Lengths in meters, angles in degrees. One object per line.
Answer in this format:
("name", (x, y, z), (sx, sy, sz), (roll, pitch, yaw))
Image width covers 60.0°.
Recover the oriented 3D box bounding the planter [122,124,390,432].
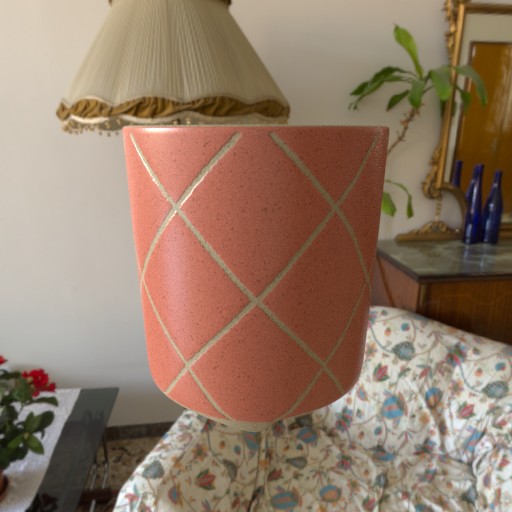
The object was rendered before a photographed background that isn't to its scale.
("planter", (0.000, 0.000, 0.356), (0.191, 0.200, 0.191), (0, 16, 0))
